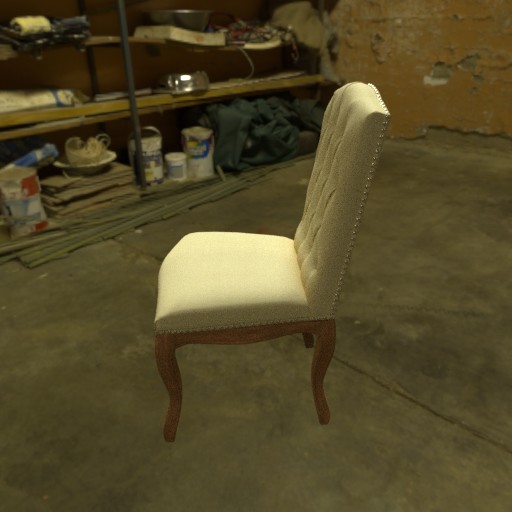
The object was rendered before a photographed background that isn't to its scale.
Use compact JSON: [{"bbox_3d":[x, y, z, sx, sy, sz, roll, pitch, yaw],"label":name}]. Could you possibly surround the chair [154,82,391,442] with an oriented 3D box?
[{"bbox_3d":[0.000,0.000,1.589,0.715,1.165,0.623,0,27,-1],"label":"chair"}]
